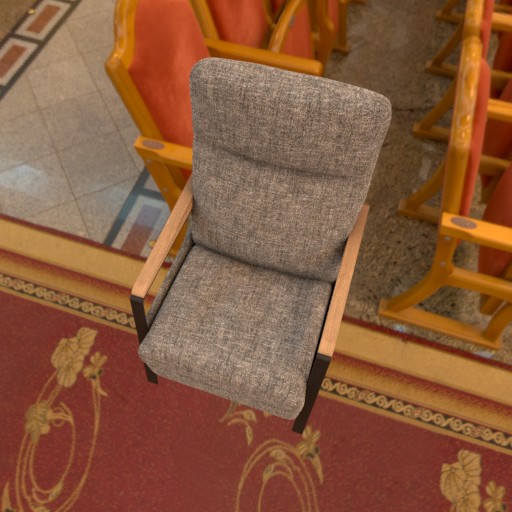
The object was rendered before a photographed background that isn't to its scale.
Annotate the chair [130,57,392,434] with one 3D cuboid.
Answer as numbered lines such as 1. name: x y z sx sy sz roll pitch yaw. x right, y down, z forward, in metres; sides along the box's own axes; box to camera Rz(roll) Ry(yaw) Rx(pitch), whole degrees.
1. chair: 0.000 0.000 1.564 0.671 1.042 0.868 16 61 9
